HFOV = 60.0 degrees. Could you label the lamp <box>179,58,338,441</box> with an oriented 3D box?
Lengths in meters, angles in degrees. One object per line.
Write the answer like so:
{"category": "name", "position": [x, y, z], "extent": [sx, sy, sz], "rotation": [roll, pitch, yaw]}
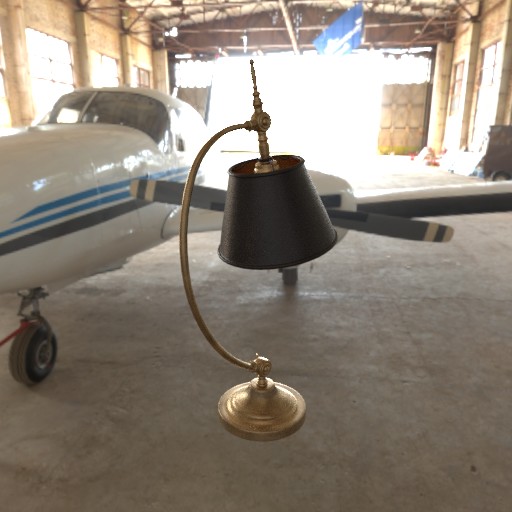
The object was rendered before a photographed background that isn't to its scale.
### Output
{"category": "lamp", "position": [0.000, 0.000, 0.823], "extent": [0.235, 0.675, 0.344], "rotation": [14, 21, 43]}
